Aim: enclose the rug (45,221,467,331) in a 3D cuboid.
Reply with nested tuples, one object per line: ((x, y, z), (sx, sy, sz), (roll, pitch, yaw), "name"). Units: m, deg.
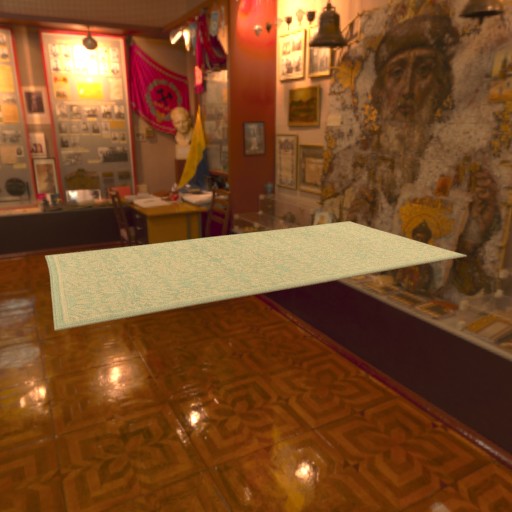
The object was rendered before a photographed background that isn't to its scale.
((0.000, 0.000, 1.424), (1.219, 0.007, 0.604), (-8, 18, -25), "rug")
